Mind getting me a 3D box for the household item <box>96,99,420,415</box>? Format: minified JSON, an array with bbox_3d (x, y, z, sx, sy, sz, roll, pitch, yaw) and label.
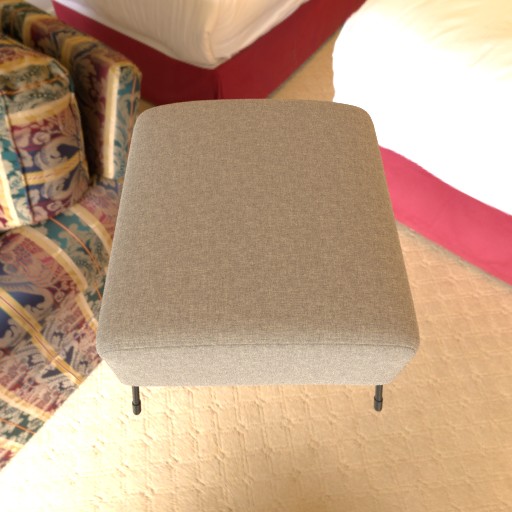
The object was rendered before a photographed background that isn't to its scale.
[{"bbox_3d":[0.000,0.000,0.900,0.530,0.410,0.530,-1,59,0],"label":"household item"}]
